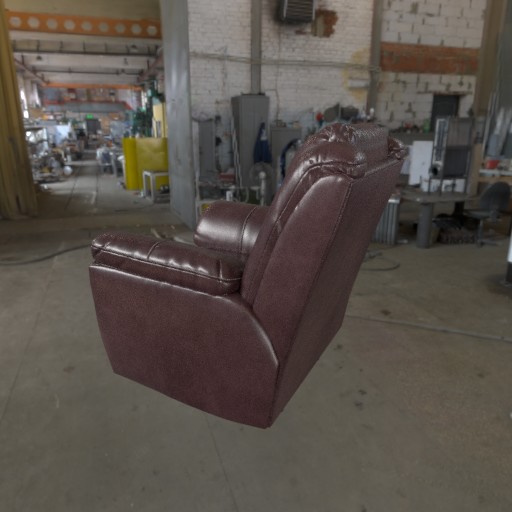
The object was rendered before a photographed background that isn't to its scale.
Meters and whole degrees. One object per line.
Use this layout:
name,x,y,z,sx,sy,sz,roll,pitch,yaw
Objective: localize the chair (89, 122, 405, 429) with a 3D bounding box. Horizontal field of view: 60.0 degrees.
chair,0.000,0.000,1.901,1.041,1.093,0.990,8,18,25
